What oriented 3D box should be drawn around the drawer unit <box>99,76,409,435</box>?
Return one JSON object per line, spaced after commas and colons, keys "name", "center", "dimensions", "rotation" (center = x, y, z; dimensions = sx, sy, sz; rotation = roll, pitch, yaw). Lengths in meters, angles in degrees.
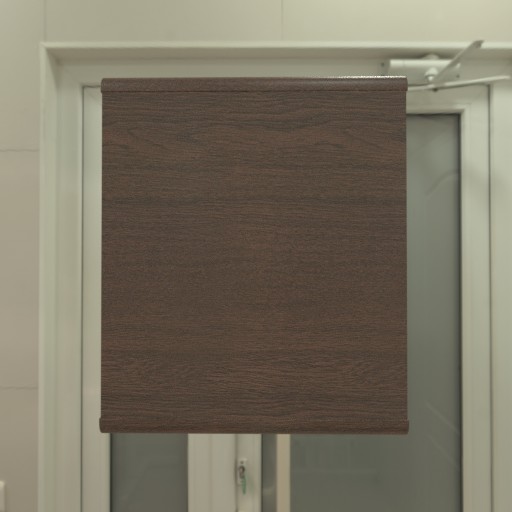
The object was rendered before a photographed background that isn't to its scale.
{"name": "drawer unit", "center": [0.000, 0.000, 0.587], "dimensions": [0.290, 0.344, 0.344], "rotation": [0, -1, 1]}
